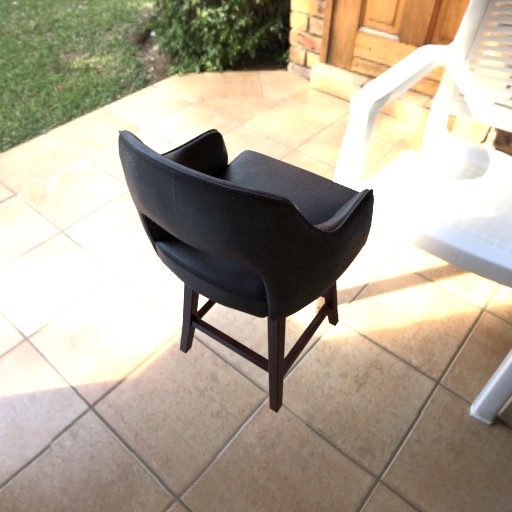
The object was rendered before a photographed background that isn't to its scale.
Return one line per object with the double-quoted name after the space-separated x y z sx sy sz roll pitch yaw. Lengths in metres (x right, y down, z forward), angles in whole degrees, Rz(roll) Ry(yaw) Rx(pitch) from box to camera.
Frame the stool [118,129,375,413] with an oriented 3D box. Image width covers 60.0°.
0.000 0.000 1.308 0.550 0.936 0.560 27 52 23 "stool"
